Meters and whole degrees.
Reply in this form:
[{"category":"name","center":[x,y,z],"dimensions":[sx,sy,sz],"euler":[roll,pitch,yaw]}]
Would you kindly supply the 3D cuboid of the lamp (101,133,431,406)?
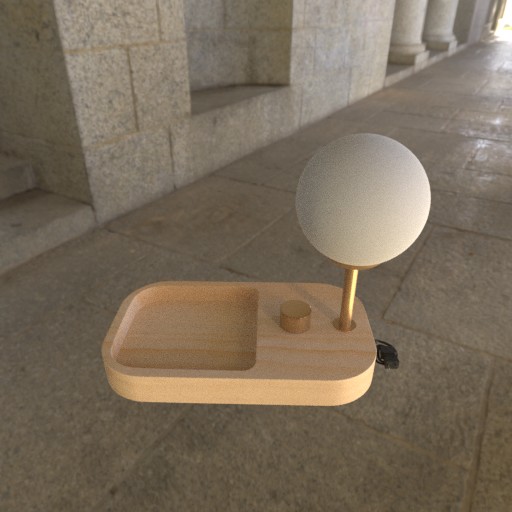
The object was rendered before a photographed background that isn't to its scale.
[{"category":"lamp","center":[0.000,0.000,0.463],"dimensions":[0.331,0.253,0.173],"euler":[1,30,1]}]
